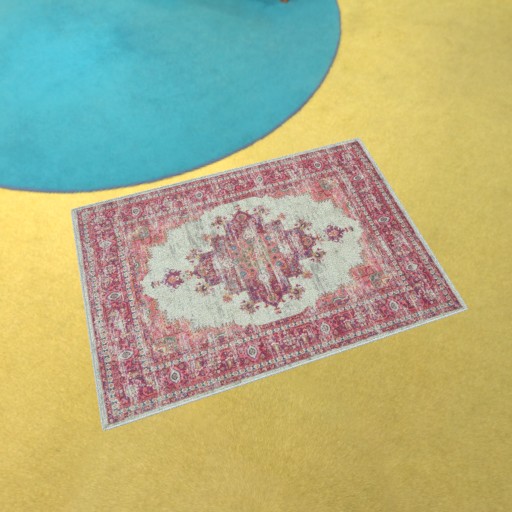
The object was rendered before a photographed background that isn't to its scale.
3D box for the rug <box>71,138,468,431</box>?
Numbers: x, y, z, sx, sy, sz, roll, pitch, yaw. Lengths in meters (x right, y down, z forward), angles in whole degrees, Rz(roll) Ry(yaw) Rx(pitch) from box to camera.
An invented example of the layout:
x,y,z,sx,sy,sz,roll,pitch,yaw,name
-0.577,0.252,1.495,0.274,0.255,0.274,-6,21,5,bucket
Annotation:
x,y,z,sx,sy,sz,roll,pitch,yaw,name
0.000,0.000,2.915,2.232,0.011,1.555,-16,60,-9,rug
